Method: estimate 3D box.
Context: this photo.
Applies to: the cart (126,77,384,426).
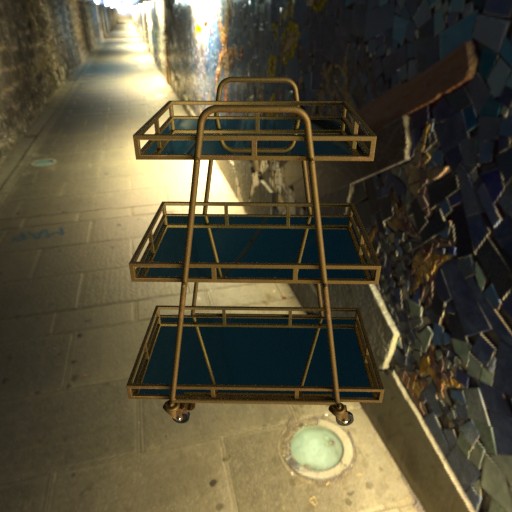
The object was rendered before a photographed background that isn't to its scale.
[{"bbox_3d":[0.000,0.000,1.236,0.711,0.883,0.441,1,29,1],"label":"cart"}]
